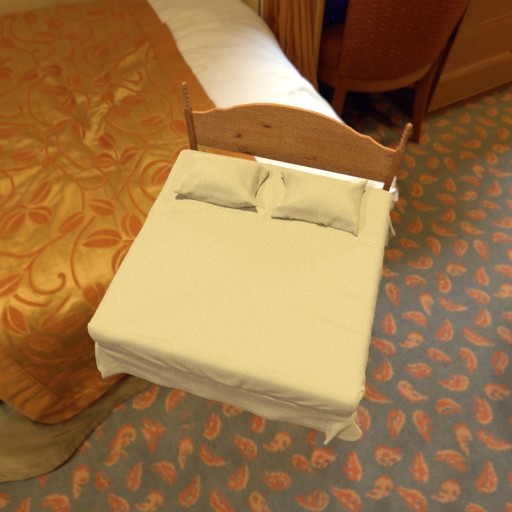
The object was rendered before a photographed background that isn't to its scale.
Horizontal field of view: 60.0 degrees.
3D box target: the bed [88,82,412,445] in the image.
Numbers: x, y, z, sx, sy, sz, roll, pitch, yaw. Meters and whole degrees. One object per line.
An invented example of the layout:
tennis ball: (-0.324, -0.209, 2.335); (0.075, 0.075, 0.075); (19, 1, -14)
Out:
bed: (0.000, 0.000, 3.558); (2.322, 1.355, 2.219); (14, 58, 9)
